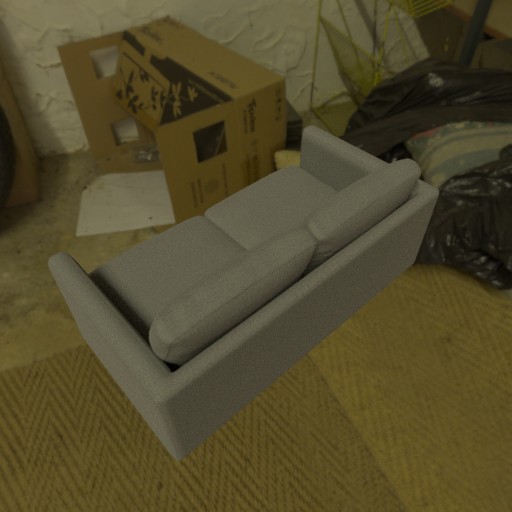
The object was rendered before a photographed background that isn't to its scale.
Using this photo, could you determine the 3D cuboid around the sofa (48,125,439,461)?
[{"bbox_3d":[0.000,0.000,2.266,1.713,0.866,0.940,-33,54,-28],"label":"sofa"}]
